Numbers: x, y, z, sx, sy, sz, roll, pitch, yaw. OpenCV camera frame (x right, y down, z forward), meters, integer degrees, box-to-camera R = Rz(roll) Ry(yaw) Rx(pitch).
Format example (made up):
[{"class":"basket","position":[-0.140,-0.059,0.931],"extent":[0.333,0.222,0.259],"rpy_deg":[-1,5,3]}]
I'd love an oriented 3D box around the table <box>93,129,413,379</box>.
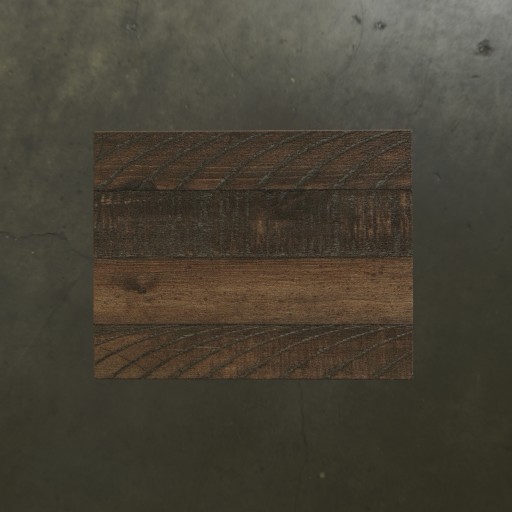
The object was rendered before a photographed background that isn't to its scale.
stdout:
[{"class":"table","position":[0.000,0.000,0.931],"extent":[0.414,0.718,0.323],"rpy_deg":[0,90,1]}]
